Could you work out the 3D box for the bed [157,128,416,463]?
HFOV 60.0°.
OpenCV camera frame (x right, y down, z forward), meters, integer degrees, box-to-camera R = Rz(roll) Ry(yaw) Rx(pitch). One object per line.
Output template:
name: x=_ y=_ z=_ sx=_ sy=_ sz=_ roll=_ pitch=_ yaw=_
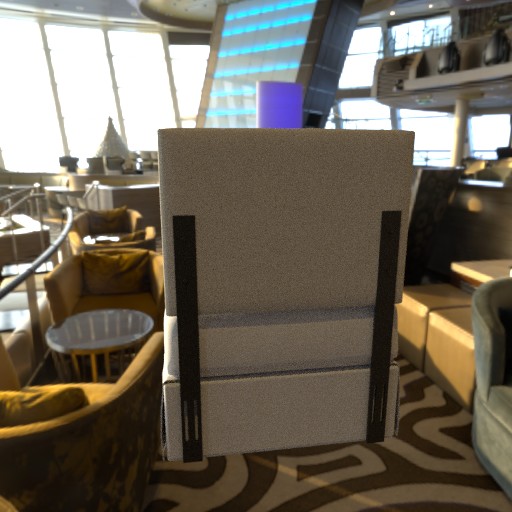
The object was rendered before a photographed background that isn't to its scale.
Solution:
bed: x=0.000 y=0.000 z=2.998 sx=1.261 sy=1.571 sz=1.997 roll=-2 pitch=13 yaw=-9
